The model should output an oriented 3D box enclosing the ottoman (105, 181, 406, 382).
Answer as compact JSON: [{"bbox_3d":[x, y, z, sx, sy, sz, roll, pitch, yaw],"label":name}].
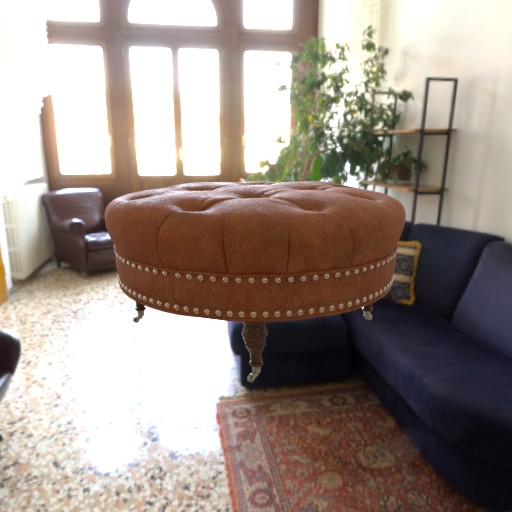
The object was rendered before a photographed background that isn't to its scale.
[{"bbox_3d":[0.000,0.000,1.411,0.901,0.444,0.901,0,14,0],"label":"ottoman"}]
